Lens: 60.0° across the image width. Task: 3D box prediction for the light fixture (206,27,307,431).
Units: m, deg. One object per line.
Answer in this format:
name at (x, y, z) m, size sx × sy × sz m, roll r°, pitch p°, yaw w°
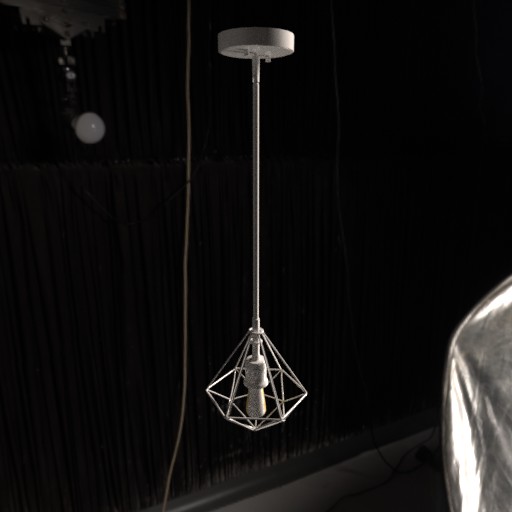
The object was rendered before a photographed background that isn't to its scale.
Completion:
light fixture at (0.000, 0.000, 1.947) m, size 0.431 × 1.764 × 0.487 m, roll -8°, pitch 17°, yaw -26°
